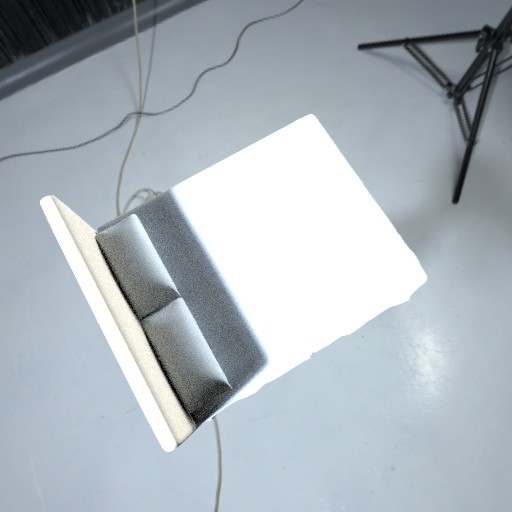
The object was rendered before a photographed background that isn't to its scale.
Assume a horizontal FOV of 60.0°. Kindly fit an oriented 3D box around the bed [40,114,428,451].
[{"bbox_3d":[0.000,0.000,3.290,2.142,1.330,1.748,-30,77,-7],"label":"bed"}]
